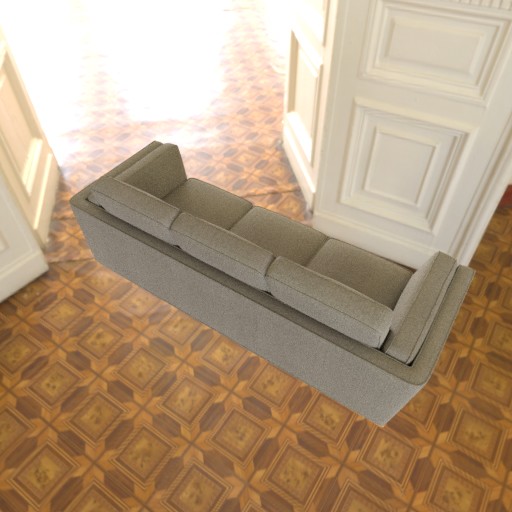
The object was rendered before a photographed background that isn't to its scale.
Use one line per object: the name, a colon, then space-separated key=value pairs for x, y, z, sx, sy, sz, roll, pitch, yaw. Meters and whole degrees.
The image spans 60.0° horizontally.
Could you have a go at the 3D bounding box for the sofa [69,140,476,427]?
sofa: x=0.000 y=0.000 z=2.804 sx=2.362 sy=0.899 sz=0.903 roll=26 pitch=52 yaw=22
